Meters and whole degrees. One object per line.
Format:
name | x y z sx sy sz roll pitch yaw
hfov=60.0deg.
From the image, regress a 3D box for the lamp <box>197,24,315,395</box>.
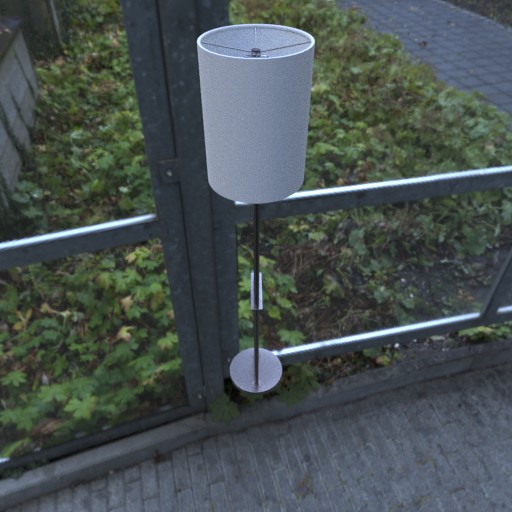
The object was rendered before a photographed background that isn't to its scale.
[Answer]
lamp | 0.000 0.000 1.648 0.305 1.500 0.306 0 41 -1
